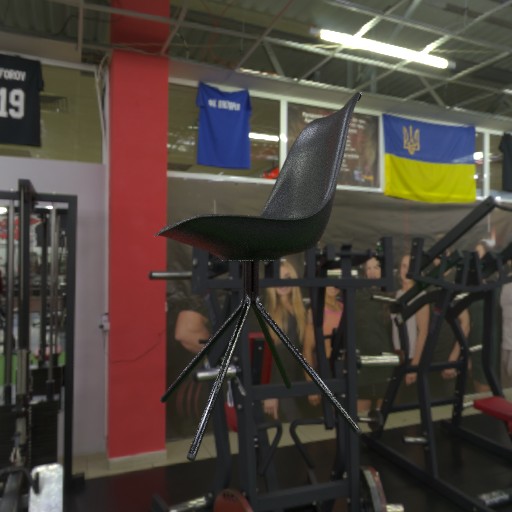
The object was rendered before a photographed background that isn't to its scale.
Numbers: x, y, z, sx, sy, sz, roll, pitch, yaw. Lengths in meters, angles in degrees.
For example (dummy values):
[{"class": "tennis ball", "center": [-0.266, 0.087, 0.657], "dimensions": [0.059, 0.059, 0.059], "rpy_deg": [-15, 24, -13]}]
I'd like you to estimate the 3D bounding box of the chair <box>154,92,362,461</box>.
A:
[{"class": "chair", "center": [0.000, 0.000, 1.176], "dimensions": [0.525, 0.850, 0.461], "rpy_deg": [0, 0, -20]}]
